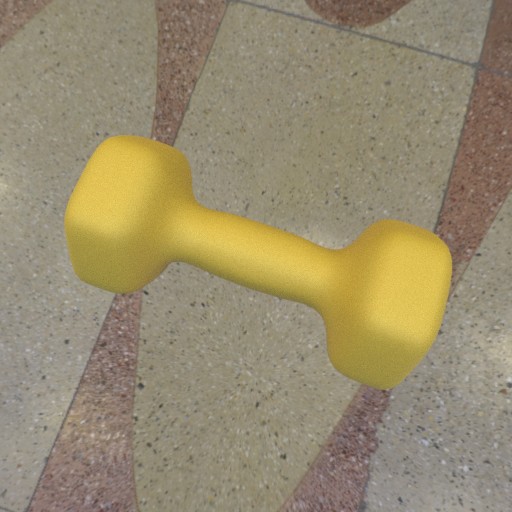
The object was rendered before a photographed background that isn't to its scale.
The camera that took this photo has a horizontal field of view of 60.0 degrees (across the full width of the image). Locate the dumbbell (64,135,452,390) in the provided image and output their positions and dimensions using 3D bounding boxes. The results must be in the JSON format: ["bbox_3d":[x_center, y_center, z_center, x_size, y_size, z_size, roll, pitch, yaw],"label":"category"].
[{"bbox_3d":[0.000,0.000,0.239,0.190,0.082,0.090,20,76,5],"label":"dumbbell"}]
